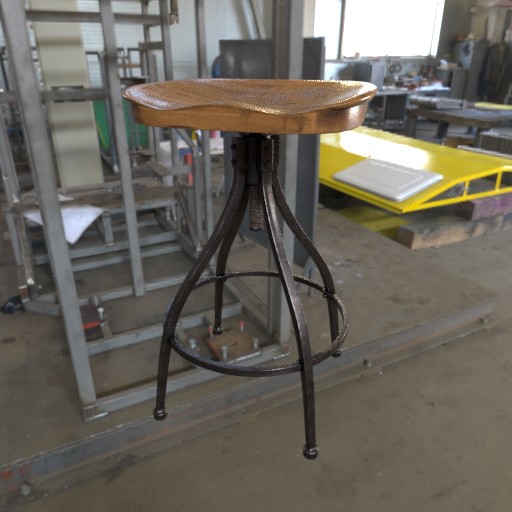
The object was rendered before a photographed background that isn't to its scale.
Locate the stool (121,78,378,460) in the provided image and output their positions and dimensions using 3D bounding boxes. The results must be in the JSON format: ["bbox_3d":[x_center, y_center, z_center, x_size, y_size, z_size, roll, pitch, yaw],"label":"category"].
[{"bbox_3d":[0.000,0.000,0.959,0.432,0.694,0.424,8,26,16],"label":"stool"}]
